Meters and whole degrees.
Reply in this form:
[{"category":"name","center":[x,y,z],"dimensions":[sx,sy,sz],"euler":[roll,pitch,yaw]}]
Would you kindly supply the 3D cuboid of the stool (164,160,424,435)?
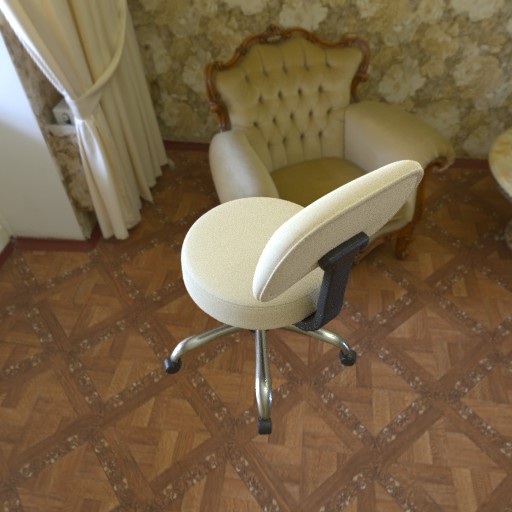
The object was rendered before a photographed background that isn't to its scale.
[{"category":"stool","center":[0.000,0.000,1.199],"dimensions":[0.609,0.810,0.616],"euler":[-30,53,-26]}]
